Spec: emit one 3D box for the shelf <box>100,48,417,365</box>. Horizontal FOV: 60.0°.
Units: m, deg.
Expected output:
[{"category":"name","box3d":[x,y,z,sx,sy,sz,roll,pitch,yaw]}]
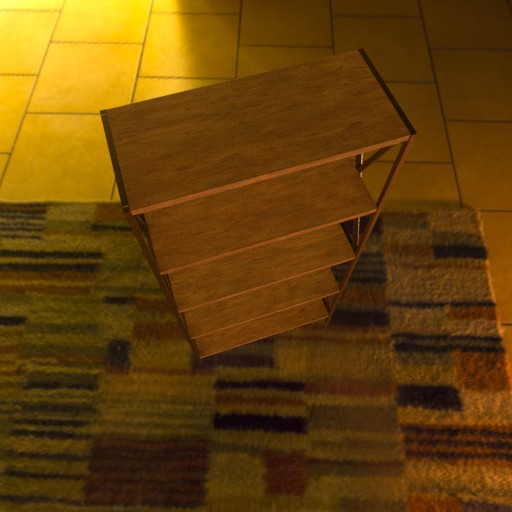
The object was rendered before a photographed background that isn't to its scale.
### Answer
[{"category":"shelf","box3d":[0.000,0.000,2.133,0.874,1.803,0.386,-17,65,-8]}]
